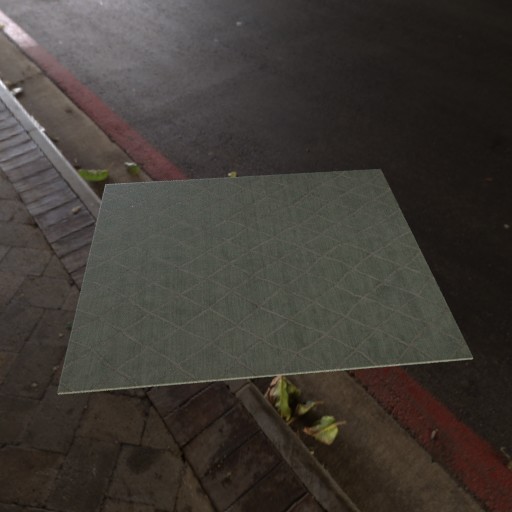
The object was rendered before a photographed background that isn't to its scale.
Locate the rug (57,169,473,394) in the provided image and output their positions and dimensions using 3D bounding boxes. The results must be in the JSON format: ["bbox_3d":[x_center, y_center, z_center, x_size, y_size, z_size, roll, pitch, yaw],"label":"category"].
[{"bbox_3d":[0.000,0.000,4.051,3.039,0.019,2.420,-4,46,-4],"label":"rug"}]
